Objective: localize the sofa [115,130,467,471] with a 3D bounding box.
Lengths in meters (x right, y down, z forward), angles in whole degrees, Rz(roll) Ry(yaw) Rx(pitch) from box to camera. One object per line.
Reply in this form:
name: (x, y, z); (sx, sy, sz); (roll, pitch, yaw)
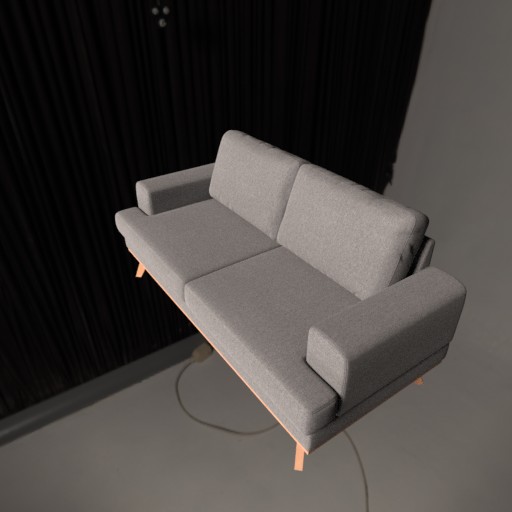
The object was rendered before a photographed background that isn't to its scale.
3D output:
sofa: (0.000, 0.000, 2.073); (0.785, 0.810, 1.650); (-21, 38, -29)
